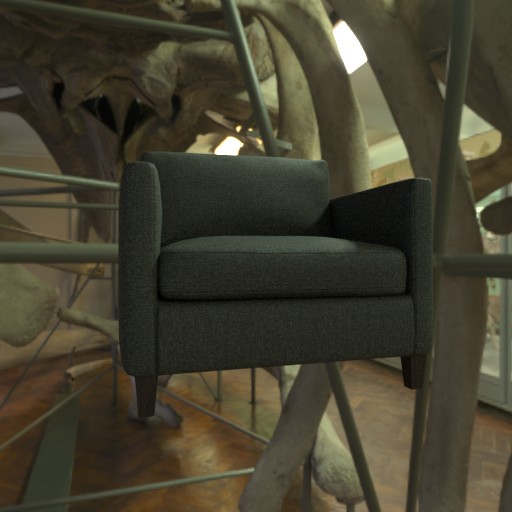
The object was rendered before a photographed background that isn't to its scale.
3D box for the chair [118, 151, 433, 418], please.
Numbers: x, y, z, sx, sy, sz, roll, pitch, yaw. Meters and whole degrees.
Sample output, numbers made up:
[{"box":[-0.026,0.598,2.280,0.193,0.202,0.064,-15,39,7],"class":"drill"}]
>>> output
[{"box":[0.000,0.000,1.867,1.107,0.963,0.959,0,0,-17],"class":"chair"}]
